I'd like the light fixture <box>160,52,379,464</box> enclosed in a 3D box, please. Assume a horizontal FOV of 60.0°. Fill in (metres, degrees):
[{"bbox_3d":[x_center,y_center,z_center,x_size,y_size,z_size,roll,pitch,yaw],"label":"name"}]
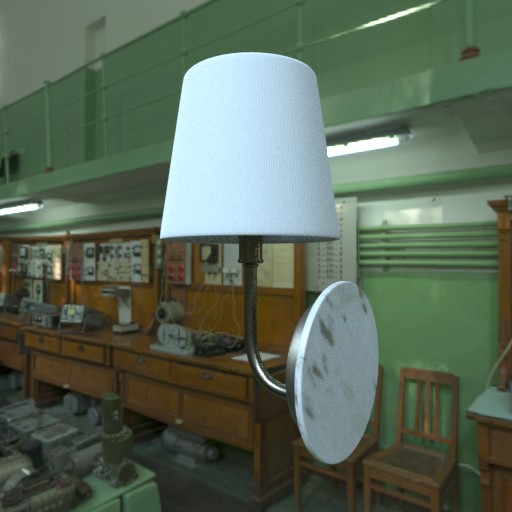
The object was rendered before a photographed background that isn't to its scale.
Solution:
[{"bbox_3d":[0.000,0.000,0.424,0.188,0.337,0.168,-1,-1,37],"label":"light fixture"}]
